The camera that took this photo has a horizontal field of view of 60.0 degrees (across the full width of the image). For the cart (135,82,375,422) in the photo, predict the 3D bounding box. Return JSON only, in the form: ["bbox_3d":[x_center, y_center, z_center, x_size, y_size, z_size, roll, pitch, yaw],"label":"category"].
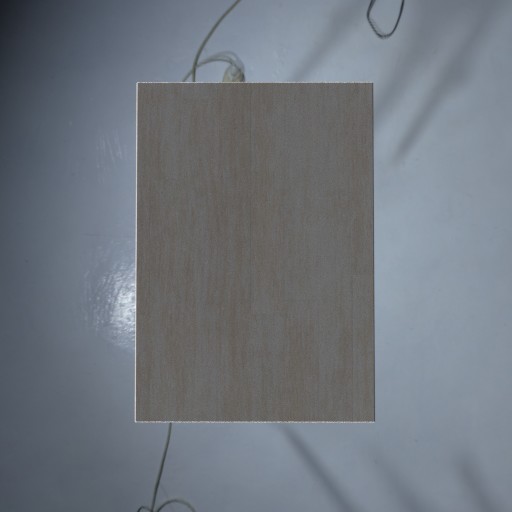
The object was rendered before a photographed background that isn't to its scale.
[{"bbox_3d":[0.000,0.000,1.180,0.406,0.857,0.578,0,89,0],"label":"cart"}]
